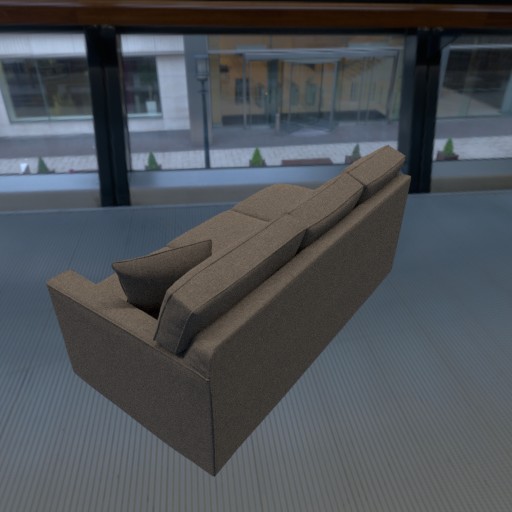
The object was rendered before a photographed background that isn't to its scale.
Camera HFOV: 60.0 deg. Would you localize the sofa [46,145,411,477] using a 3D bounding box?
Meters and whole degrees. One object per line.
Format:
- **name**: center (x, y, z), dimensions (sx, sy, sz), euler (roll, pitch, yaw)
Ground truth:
- **sofa**: center (0.000, 0.000, 2.543), dimensions (1.034, 0.946, 1.963), euler (21, 38, 30)
